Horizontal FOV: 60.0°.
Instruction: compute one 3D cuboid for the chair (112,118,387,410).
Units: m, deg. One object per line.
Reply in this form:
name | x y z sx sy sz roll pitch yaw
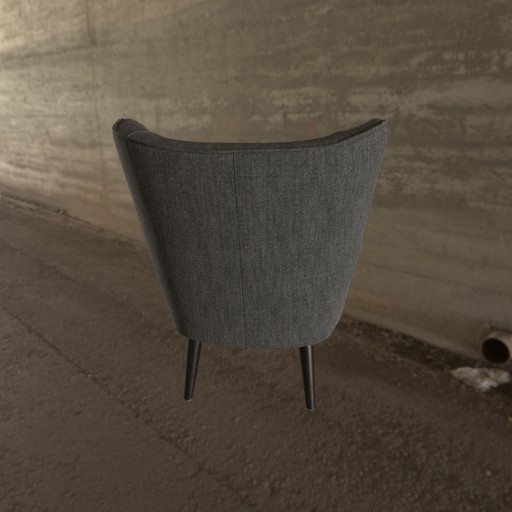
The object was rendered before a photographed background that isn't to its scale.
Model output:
chair | 0.000 0.000 1.574 0.781 0.933 0.888 2 17 7
